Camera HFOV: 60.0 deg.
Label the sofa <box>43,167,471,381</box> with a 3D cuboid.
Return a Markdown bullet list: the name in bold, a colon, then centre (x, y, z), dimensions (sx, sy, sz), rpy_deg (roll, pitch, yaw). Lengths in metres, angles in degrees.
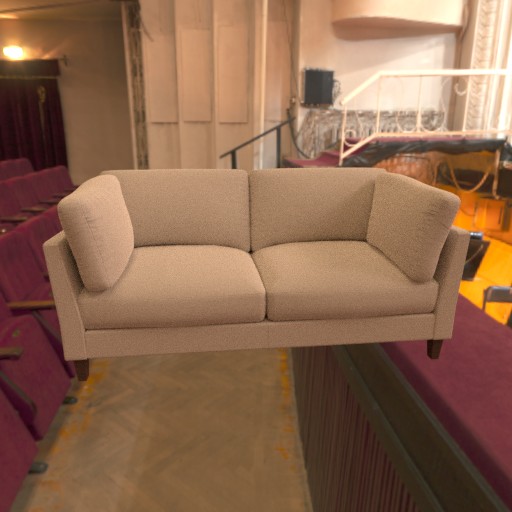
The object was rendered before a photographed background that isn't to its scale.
- **sofa**: centre (0.000, 0.000, 2.290), dimensions (1.776, 0.836, 0.970), rpy_deg (-2, 16, -7)
